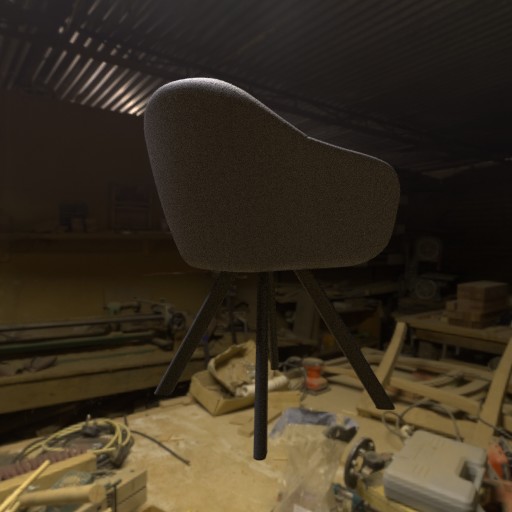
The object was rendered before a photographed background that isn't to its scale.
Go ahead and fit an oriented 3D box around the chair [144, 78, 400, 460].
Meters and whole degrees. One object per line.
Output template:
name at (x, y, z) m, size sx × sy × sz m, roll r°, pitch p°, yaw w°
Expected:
chair at (0.000, 0.000, 1.171) m, size 0.550 × 0.795 × 0.590 m, roll -2°, pitch 3°, yaw -37°
